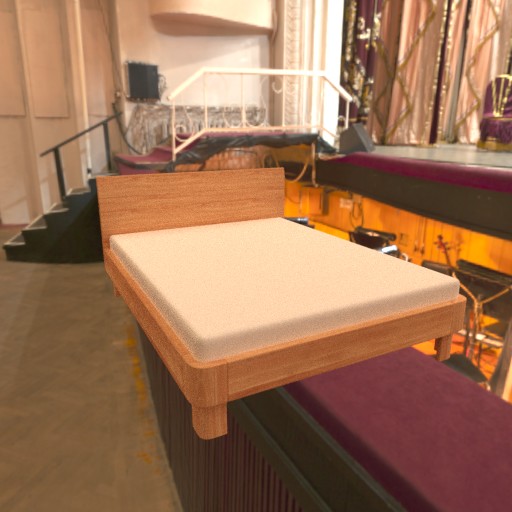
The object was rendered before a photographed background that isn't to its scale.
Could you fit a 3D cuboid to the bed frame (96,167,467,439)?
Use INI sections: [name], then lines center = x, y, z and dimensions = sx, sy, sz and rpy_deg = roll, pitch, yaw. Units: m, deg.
[bed frame]
center = 0.000, 0.000, 2.990
dimensions = 1.660, 0.940, 2.092
rpy_deg = -8, 18, -26
